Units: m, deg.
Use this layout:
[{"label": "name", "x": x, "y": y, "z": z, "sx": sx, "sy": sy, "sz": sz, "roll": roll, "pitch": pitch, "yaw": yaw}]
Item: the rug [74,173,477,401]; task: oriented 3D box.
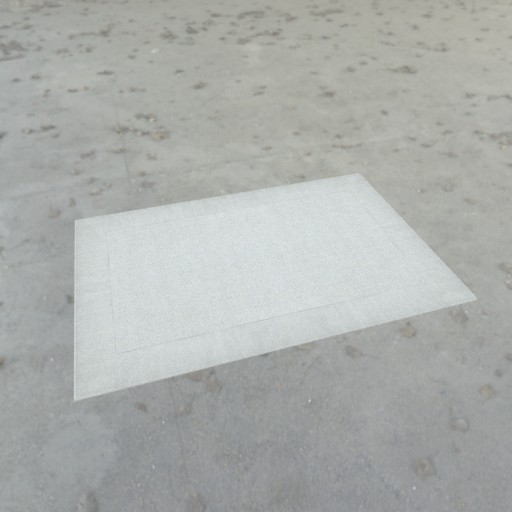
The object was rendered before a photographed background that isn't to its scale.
[{"label": "rug", "x": 0.000, "y": 0.000, "z": 2.339, "sx": 1.829, "sy": 0.013, "sz": 1.219, "roll": -11, "pitch": 42, "yaw": -13}]
